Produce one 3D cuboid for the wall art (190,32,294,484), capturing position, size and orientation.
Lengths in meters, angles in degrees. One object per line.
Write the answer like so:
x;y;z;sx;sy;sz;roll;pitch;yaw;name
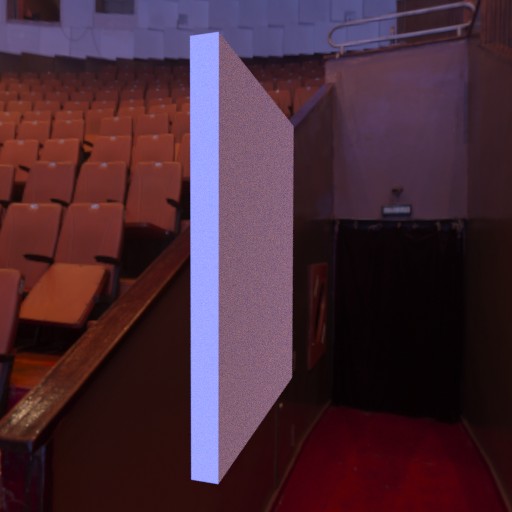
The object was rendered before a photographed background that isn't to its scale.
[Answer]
0.000;0.000;0.763;0.039;0.553;0.451;1;2;16;wall art
